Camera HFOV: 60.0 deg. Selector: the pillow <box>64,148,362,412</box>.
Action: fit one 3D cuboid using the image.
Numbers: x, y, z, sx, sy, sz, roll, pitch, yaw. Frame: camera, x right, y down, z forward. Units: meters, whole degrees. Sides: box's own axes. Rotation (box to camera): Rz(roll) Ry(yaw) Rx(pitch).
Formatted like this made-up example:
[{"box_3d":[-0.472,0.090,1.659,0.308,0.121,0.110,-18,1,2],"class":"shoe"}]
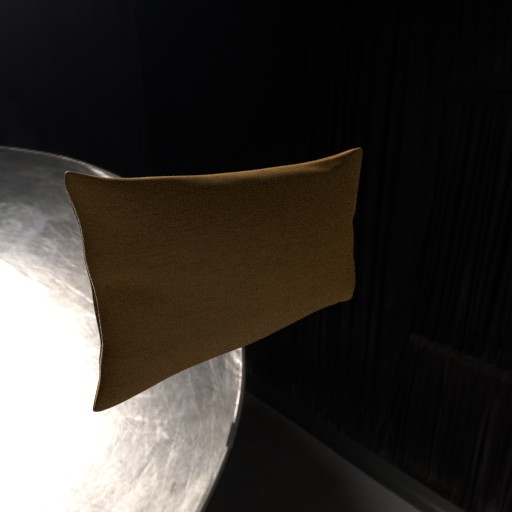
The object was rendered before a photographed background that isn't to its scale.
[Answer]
[{"box_3d":[0.000,0.000,0.796,0.634,0.354,0.210,-16,24,-40],"class":"pillow"}]
